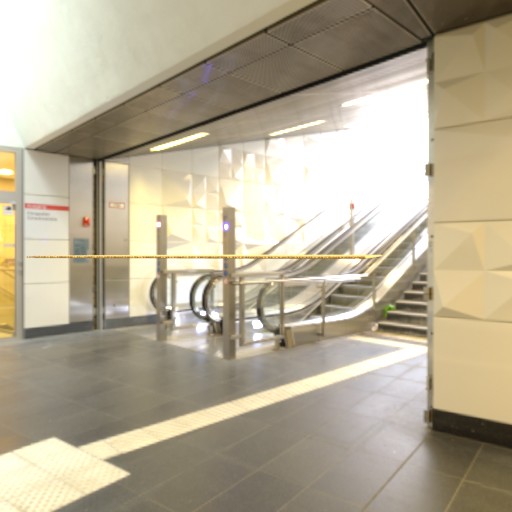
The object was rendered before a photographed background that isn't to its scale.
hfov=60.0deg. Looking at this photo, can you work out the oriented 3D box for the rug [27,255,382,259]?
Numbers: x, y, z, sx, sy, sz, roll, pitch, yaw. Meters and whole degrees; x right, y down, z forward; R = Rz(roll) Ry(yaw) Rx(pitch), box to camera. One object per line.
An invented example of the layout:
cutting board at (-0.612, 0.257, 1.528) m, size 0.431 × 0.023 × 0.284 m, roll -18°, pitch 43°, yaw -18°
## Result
rug at (0.000, 0.000, 2.871) m, size 1.514 × 0.011 × 2.233 m, roll 0°, pitch 0°, yaw 17°
